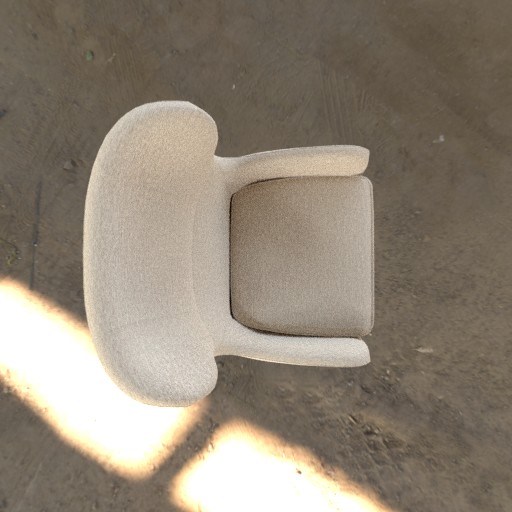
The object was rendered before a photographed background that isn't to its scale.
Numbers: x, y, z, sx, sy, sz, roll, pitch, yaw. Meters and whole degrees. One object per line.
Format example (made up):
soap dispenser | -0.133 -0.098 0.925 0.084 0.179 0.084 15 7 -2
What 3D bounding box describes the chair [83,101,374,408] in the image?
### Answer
chair | 0.000 0.000 1.726 0.984 1.064 0.861 0 89 -1
